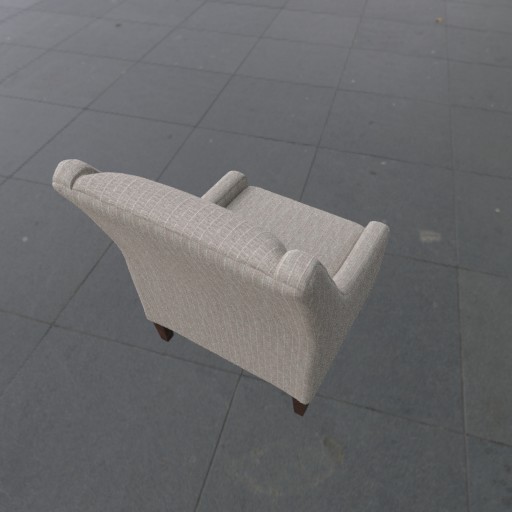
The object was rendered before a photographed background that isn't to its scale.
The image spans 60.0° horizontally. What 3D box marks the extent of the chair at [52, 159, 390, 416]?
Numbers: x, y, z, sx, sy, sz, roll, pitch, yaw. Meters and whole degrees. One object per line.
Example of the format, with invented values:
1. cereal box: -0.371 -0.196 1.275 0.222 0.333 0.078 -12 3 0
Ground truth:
1. chair: 0.000 0.000 1.622 0.774 1.014 0.870 23 50 21
